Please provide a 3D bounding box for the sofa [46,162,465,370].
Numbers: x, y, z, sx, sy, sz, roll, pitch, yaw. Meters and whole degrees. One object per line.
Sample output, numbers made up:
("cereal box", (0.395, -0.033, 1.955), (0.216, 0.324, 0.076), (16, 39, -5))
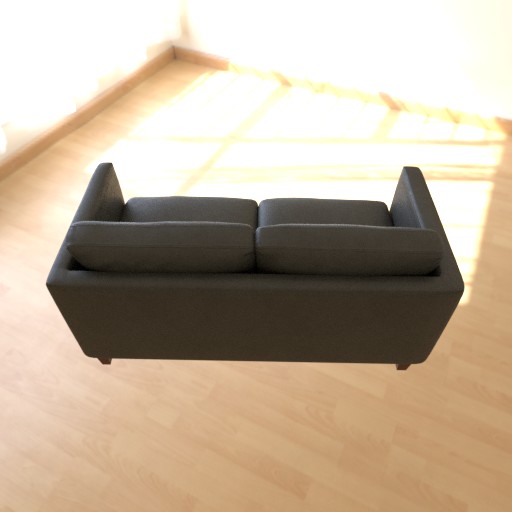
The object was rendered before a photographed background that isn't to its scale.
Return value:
("sofa", (0.000, 0.000, 2.470), (1.883, 0.933, 0.951), (1, 48, 1))
